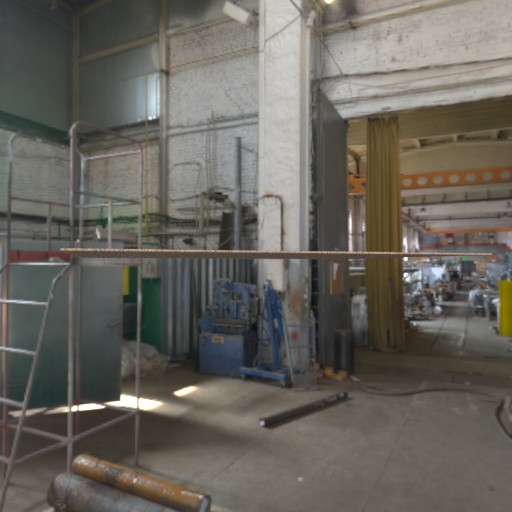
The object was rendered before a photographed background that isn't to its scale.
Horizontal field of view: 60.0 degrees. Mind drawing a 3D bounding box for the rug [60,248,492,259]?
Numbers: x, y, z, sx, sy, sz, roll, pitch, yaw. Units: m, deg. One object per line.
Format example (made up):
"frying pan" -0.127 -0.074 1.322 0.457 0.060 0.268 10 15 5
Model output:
"rug" 0.000 0.000 4.217 3.205 0.013 2.448 0 -1 -19
